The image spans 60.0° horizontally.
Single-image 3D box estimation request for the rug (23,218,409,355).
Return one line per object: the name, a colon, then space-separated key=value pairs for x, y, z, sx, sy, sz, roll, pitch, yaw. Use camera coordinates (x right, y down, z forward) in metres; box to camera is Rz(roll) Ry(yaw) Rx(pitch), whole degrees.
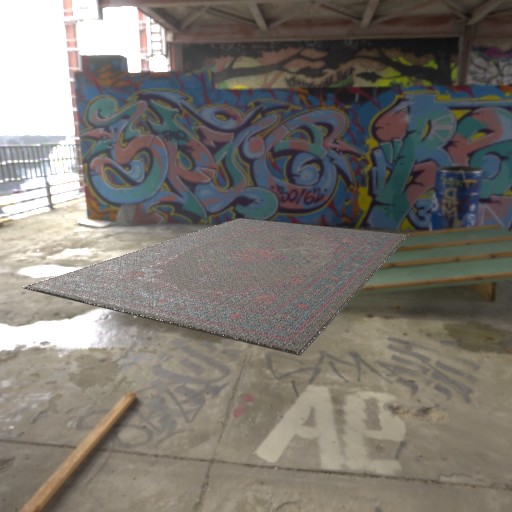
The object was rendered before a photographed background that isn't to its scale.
rug: x=0.000 y=0.000 z=3.735 sx=2.005 sy=0.013 sz=2.890 roll=8 pitch=17 yaw=27
